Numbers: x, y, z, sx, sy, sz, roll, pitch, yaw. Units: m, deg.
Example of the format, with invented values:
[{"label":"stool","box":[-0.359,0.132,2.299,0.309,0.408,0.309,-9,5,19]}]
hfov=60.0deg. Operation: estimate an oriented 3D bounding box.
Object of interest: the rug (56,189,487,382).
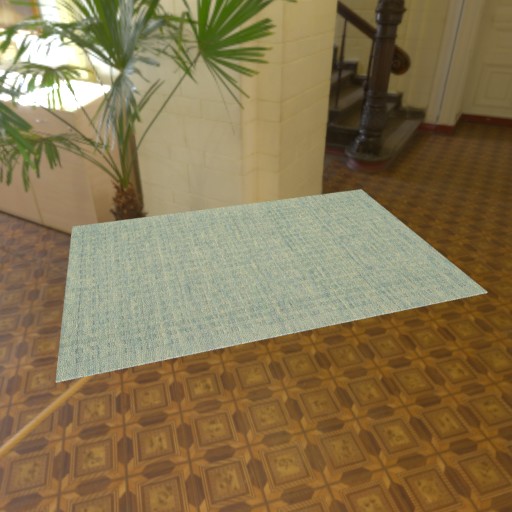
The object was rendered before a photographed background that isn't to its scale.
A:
[{"label":"rug","box":[0.000,0.000,2.172,1.752,0.006,1.142,-9,33,-14]}]
